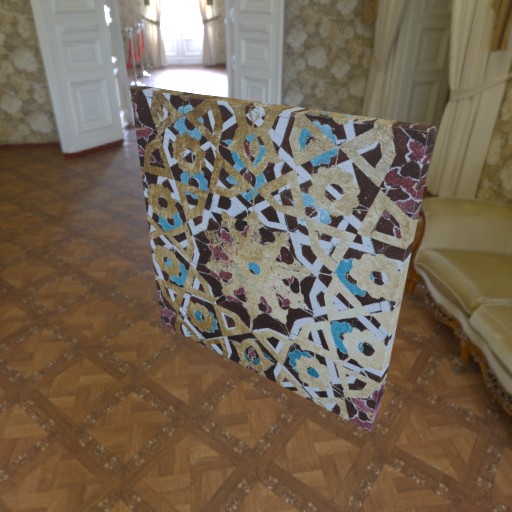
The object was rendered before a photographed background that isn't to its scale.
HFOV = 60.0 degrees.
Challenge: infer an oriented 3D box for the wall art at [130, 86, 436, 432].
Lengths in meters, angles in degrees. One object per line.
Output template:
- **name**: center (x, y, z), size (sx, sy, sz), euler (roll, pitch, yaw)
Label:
- **wall art**: center (0.000, 0.000, 0.927), size (0.609, 0.613, 0.041), euler (20, 35, 30)
